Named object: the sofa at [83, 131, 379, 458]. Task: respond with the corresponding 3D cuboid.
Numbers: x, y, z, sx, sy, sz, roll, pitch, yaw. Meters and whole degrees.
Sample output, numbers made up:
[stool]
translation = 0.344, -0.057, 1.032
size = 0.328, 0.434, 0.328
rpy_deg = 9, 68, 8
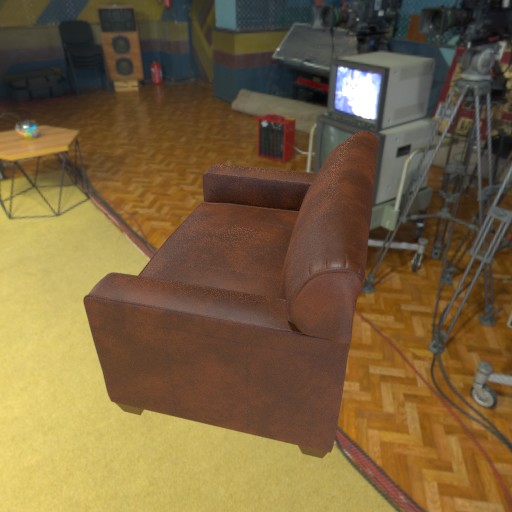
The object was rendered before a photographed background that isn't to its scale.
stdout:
[sofa]
translation = 0.000, 0.000, 2.119
size = 1.000, 0.956, 1.413
rpy_deg = 8, 33, 13
